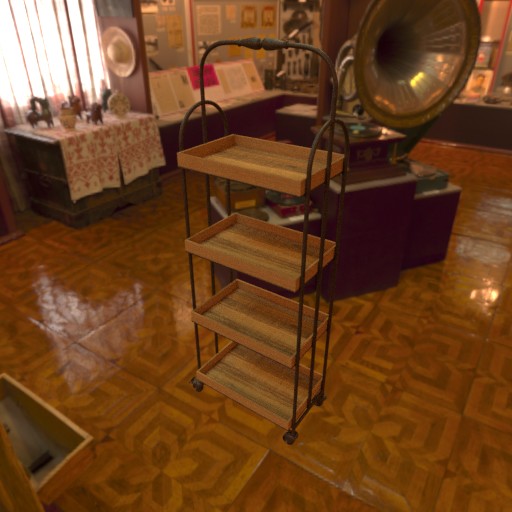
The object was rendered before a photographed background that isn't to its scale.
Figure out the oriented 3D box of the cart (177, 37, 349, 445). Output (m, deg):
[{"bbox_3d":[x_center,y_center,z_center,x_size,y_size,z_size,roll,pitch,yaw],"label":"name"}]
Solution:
[{"bbox_3d":[0.000,0.000,1.669,0.581,1.481,0.308,19,35,30],"label":"cart"}]
